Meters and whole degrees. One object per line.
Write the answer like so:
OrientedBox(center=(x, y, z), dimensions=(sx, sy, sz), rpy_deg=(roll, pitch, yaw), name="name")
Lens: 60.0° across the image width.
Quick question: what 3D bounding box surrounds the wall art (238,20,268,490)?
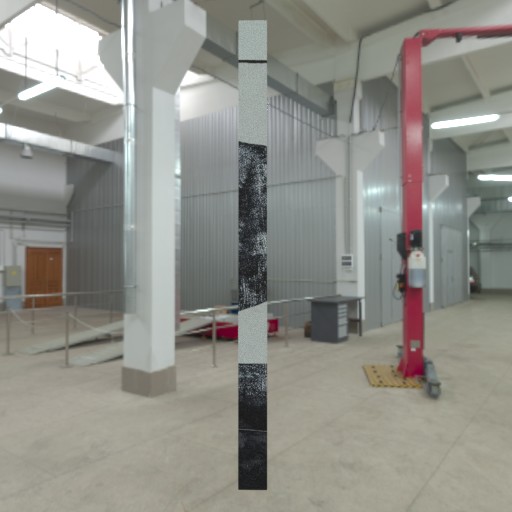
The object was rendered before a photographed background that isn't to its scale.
OrientedBox(center=(0.000, 0.000, 0.778), dimensions=(0.039, 0.610, 0.407), rpy_deg=(0, -1, 1), name="wall art")
